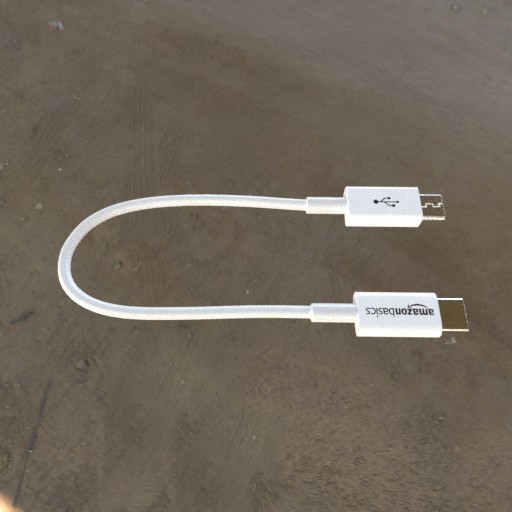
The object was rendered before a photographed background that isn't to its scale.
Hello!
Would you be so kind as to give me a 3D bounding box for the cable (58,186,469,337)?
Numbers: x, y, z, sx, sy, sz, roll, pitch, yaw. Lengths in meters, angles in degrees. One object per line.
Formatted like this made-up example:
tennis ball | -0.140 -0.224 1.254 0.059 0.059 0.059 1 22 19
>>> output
cable | 0.000 0.000 0.111 0.098 0.006 0.040 1 64 0
